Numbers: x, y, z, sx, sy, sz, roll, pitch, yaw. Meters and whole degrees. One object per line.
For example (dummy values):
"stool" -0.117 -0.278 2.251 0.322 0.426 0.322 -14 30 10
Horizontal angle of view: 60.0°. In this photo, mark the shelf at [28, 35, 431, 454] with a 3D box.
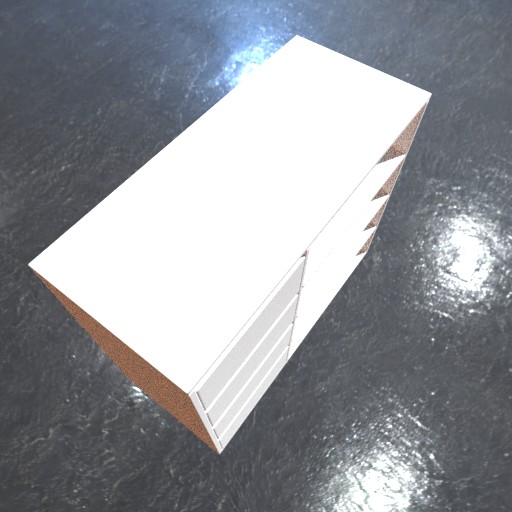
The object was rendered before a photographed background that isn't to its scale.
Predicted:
"shelf" 0.000 0.000 1.264 0.396 0.732 0.895 33 64 18
